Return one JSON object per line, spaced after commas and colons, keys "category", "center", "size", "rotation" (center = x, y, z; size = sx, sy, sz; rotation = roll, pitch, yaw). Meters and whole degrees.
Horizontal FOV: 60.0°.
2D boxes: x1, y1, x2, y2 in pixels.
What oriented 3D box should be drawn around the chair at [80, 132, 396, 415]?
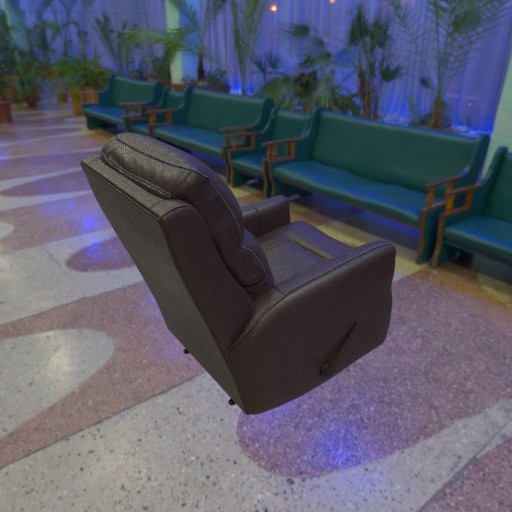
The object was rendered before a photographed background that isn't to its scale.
{"category": "chair", "center": [0.000, 0.000, 1.827], "size": [1.080, 1.030, 0.829], "rotation": [-19, 33, -31]}
